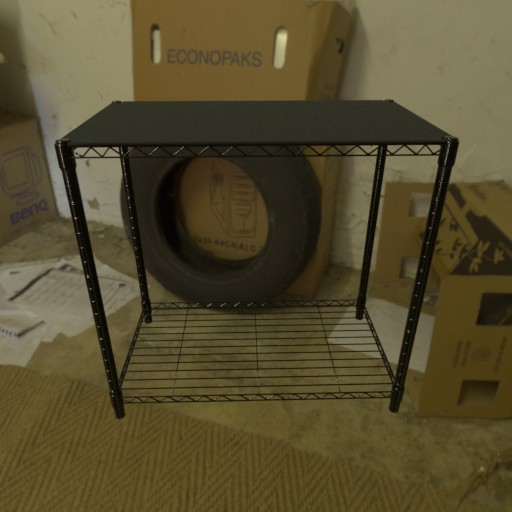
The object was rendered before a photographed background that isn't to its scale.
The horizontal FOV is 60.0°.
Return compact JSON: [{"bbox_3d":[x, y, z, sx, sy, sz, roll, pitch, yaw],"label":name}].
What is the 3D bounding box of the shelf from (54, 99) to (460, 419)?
[{"bbox_3d":[0.000,0.000,0.916,0.589,0.564,0.338,-1,29,-1],"label":"shelf"}]
